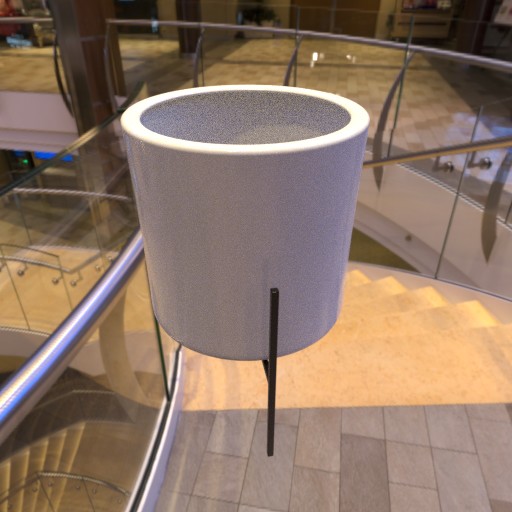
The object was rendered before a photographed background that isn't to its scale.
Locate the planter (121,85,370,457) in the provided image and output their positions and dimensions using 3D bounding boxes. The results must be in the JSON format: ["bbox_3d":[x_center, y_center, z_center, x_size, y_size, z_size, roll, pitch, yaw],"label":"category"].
[{"bbox_3d":[0.000,0.000,0.733,0.361,0.480,0.360,-21,38,-30],"label":"planter"}]
